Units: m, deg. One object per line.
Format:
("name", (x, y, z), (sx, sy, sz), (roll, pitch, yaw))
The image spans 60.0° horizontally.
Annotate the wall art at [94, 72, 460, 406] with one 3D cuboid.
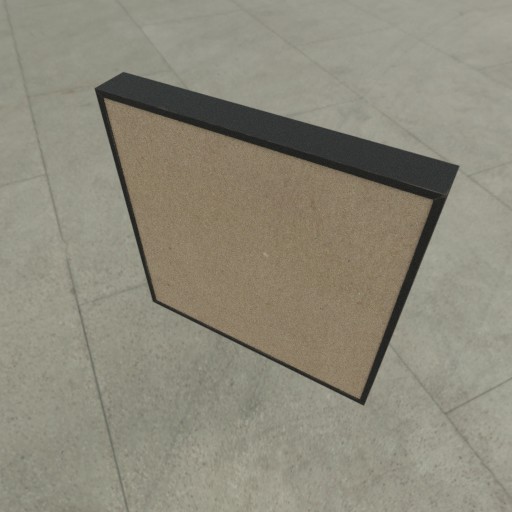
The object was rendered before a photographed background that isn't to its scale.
("wall art", (0.000, 0.000, 0.459), (0.305, 0.305, 0.038), (22, 50, 20))
